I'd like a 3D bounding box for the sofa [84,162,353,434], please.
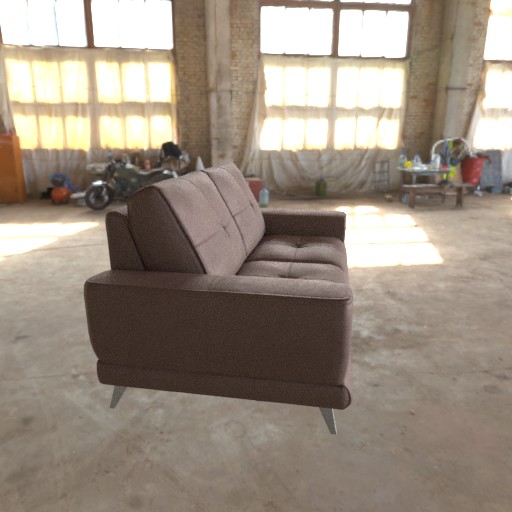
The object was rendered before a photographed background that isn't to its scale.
[{"bbox_3d":[0.000,0.000,2.409,1.018,0.907,1.806,3,16,10],"label":"sofa"}]
